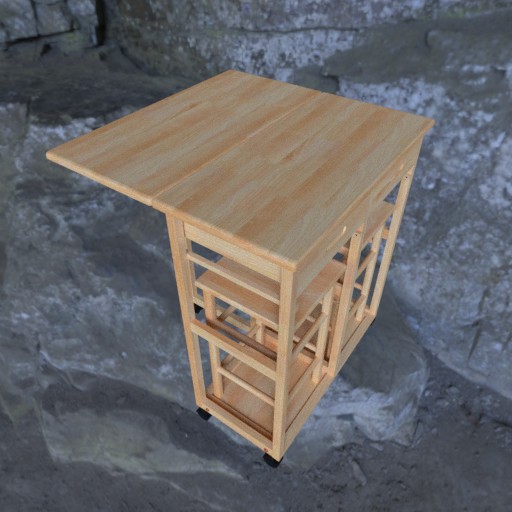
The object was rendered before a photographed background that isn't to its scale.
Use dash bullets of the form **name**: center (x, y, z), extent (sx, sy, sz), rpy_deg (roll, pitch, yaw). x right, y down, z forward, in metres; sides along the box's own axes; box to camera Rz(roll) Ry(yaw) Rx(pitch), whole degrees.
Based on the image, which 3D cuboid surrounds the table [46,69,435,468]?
- **table**: center (0.000, 0.000, 1.395), extent (0.693, 0.832, 0.752), rpy_deg (25, 47, 26)
